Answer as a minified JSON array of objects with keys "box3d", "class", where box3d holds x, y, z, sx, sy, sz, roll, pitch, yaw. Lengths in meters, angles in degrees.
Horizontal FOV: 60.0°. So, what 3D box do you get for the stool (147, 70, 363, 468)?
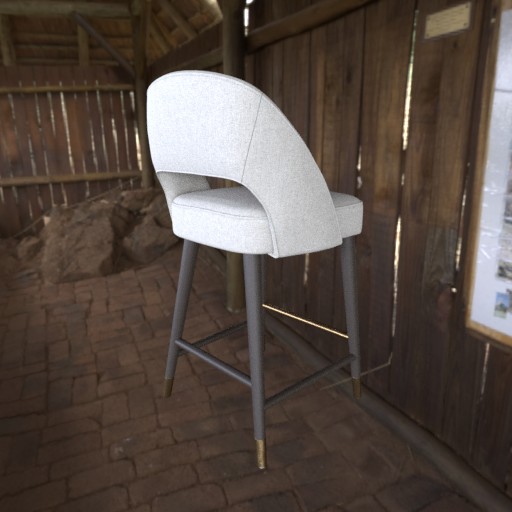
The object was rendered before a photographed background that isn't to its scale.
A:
[{"box3d":[0.000,0.000,1.268,0.509,0.940,0.494,-15,21,-42],"class":"stool"}]
